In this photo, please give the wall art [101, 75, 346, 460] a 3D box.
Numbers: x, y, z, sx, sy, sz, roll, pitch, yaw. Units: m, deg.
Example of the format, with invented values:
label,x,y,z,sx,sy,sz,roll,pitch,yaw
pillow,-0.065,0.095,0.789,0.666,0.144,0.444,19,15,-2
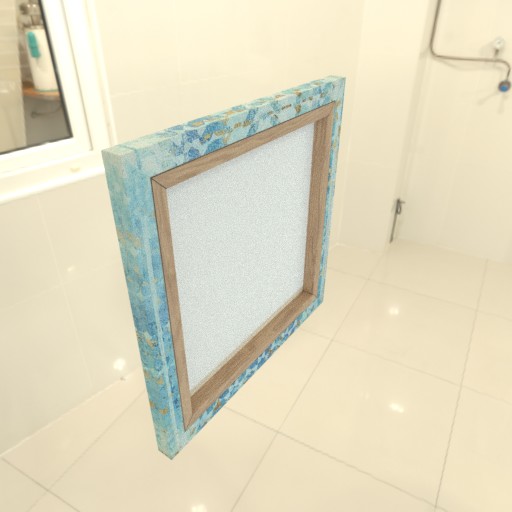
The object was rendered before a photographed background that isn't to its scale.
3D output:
label,x,y,z,sx,sy,sz,roll,pitch,yaw
wall art,0.000,0.000,0.912,0.040,0.609,0.609,21,38,30
